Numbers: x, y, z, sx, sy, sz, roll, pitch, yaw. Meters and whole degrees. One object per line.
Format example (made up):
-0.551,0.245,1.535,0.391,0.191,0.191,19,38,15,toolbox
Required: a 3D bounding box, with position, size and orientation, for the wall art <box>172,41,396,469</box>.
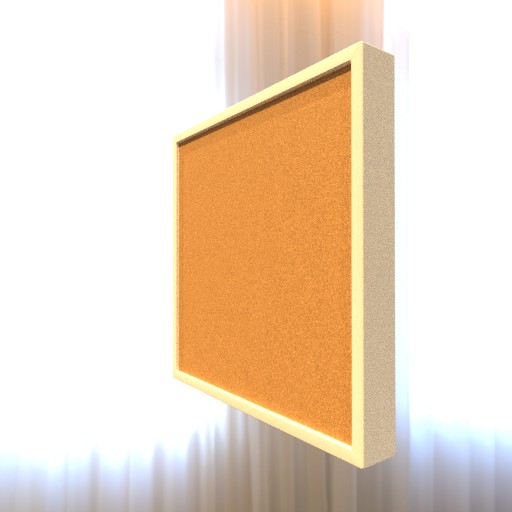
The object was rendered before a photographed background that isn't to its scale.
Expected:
0.000,0.000,0.447,0.038,0.305,0.305,0,-1,-37,wall art
